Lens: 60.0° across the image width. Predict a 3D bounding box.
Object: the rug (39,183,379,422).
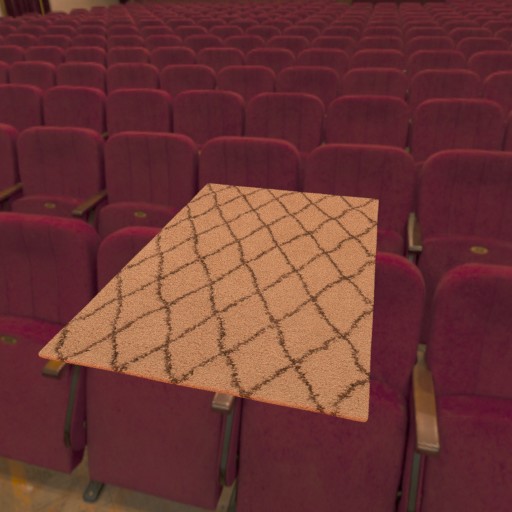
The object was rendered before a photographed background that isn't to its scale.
[{"bbox_3d":[0.000,0.000,3.395,1.778,0.030,2.743,7,31,13],"label":"rug"}]
